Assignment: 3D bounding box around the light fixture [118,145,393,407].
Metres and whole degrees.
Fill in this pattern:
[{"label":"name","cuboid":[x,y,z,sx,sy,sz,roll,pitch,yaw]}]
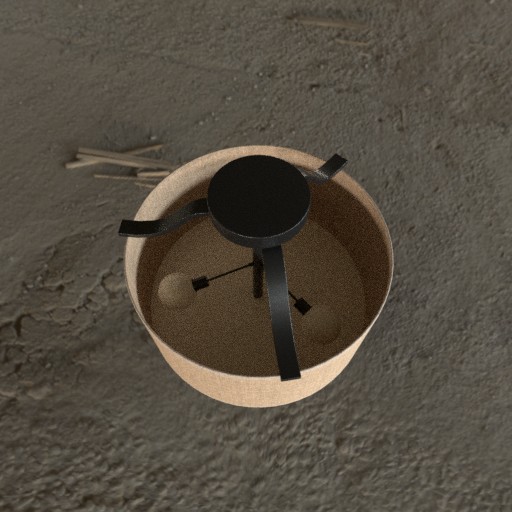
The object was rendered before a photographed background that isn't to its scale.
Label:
[{"label":"light fixture","cuboid":[0.000,0.000,0.666,0.390,0.306,0.390,0,60,0]}]
